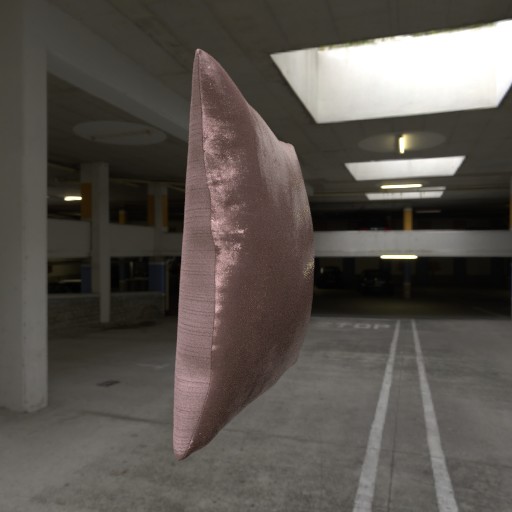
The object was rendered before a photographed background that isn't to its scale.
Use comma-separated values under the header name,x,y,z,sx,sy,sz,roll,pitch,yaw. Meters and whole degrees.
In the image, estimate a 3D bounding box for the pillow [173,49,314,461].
name,x,y,z,sx,sy,sz,roll,pitch,yaw
pillow,0.000,0.000,0.714,0.175,0.464,0.470,0,1,18
